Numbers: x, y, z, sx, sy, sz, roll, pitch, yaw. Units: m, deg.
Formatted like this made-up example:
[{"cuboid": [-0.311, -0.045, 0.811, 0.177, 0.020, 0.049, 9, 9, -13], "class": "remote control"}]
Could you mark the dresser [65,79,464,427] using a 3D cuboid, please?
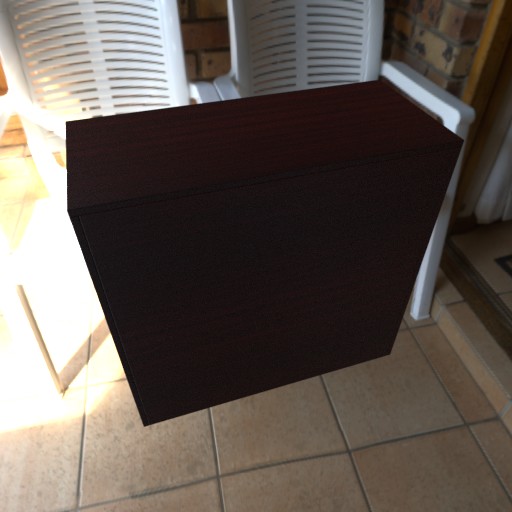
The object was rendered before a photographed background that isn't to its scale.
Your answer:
[{"cuboid": [0.000, 0.000, 1.159, 0.750, 0.720, 0.360, -12, 44, -13], "class": "dresser"}]
